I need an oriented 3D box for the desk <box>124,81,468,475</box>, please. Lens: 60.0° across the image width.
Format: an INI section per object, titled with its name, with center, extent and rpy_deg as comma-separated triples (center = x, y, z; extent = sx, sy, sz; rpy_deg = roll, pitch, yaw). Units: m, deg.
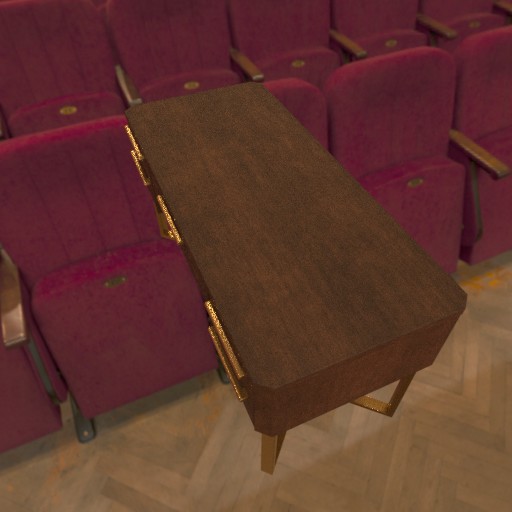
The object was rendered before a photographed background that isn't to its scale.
[desk]
center = 0.000, 0.000, 1.875
extent = 0.684, 0.762, 1.479
rpy_deg = -18, 49, -16
